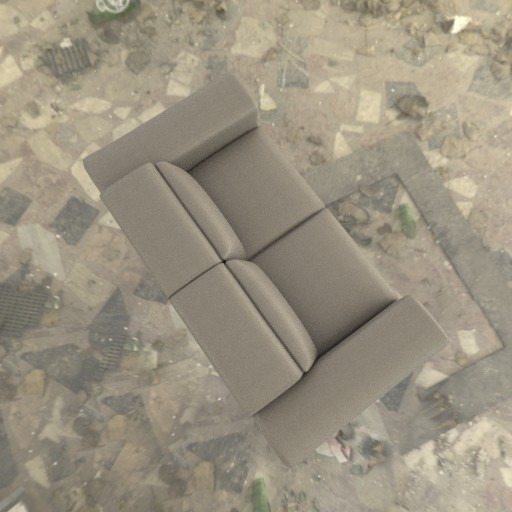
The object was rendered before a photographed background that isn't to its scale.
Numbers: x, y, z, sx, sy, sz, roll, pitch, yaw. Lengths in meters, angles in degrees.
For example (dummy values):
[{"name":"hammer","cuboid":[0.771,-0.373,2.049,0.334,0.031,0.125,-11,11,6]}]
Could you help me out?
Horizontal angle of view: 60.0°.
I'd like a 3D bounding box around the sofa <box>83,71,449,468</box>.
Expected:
[{"name":"sofa","cuboid":[0.000,0.000,2.485,1.024,0.753,1.930,-35,78,-9]}]
